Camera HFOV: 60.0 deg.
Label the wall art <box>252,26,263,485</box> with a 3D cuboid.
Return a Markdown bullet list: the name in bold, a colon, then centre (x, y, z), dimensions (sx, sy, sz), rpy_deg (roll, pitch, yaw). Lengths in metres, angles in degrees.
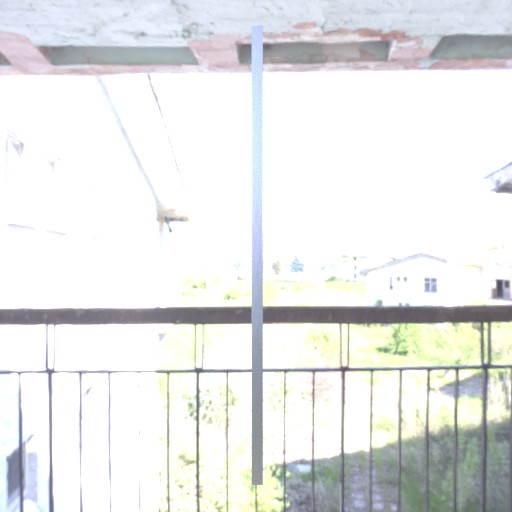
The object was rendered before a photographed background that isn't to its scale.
- **wall art**: centre (0.000, 0.000, 0.698), dimensions (0.013, 0.529, 0.376), rpy_deg (0, -1, 0)
